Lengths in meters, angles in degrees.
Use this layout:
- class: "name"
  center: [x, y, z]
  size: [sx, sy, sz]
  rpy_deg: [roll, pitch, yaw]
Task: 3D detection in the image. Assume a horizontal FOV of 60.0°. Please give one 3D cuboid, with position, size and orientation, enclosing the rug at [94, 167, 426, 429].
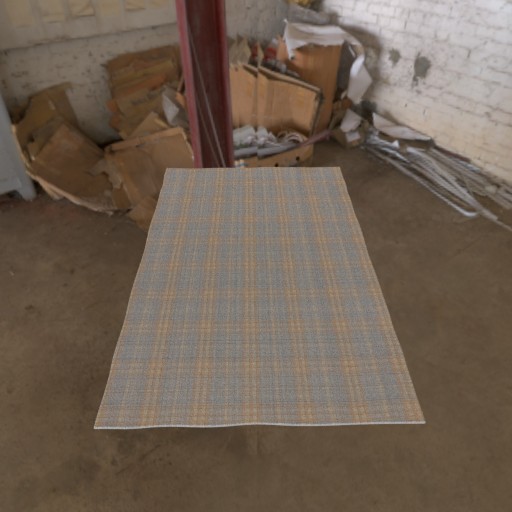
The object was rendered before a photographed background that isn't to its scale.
- class: "rug"
  center: [0.000, 0.000, 2.991]
  size: [1.545, 0.016, 2.460]
  rpy_deg: [-1, 40, -1]
